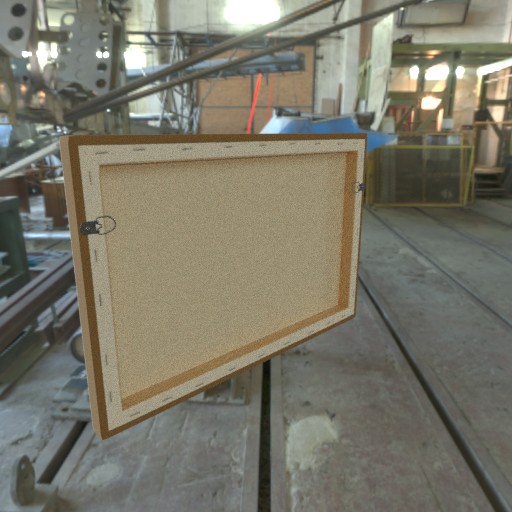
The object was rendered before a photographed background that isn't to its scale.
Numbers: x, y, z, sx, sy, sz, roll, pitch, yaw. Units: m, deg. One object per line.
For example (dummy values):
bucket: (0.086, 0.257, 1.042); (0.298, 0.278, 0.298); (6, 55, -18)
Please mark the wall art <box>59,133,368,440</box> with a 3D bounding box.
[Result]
wall art: (0.000, 0.000, 0.477); (0.380, 0.254, 0.019); (-15, 21, -42)
